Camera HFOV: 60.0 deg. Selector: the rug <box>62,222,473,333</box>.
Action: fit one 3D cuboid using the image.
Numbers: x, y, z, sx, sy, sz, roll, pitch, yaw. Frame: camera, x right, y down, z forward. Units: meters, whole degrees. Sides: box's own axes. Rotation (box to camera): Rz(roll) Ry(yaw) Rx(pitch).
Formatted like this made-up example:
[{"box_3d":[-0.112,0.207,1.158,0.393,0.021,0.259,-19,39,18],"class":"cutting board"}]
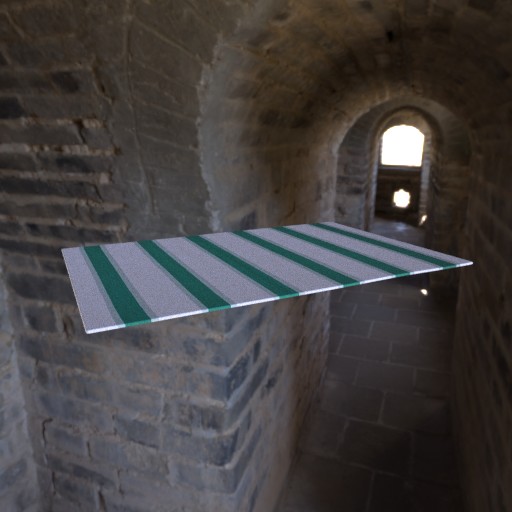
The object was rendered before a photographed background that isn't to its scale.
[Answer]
[{"box_3d":[0.000,0.000,2.351,1.829,0.012,1.210,-7,17,-25],"class":"rug"}]
